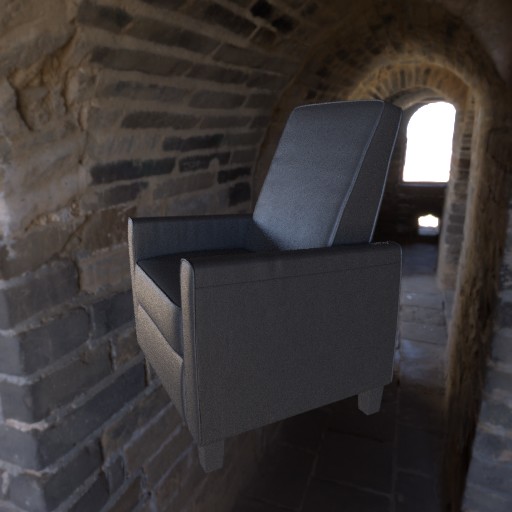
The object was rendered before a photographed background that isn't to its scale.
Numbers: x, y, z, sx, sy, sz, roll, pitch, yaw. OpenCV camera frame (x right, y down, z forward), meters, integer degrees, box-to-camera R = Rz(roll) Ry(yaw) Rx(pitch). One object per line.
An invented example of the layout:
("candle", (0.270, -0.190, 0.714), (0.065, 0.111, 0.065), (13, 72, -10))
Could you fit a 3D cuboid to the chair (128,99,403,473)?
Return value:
("chair", (0.000, 0.000, 1.512), (0.746, 1.013, 0.705), (-8, 18, -27))
